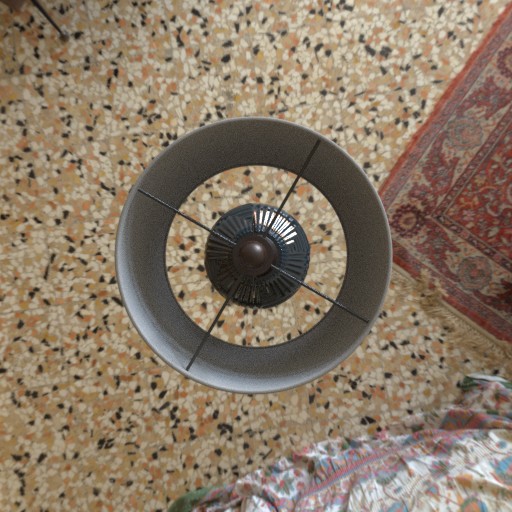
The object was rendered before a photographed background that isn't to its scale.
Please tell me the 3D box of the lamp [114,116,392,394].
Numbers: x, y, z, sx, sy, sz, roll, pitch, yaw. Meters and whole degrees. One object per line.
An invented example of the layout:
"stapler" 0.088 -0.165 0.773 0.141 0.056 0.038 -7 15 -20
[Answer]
"lamp" 0.000 0.000 0.754 0.318 0.567 0.318 0 90 1
